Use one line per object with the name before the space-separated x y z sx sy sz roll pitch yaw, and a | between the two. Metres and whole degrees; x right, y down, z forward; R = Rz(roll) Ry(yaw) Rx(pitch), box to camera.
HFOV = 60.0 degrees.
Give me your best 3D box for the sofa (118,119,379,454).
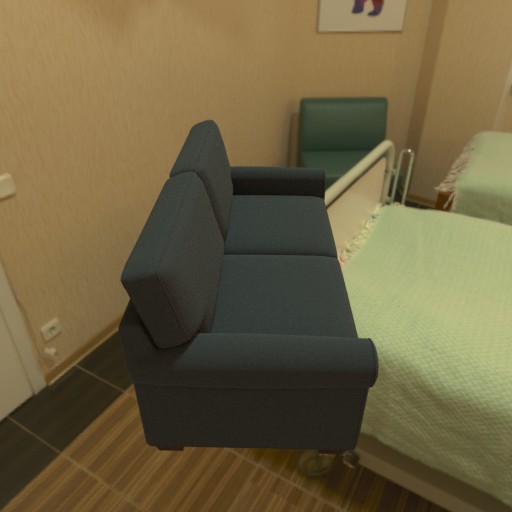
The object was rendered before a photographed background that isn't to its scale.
sofa | 0.000 0.000 2.466 0.940 1.020 1.930 1 33 1
